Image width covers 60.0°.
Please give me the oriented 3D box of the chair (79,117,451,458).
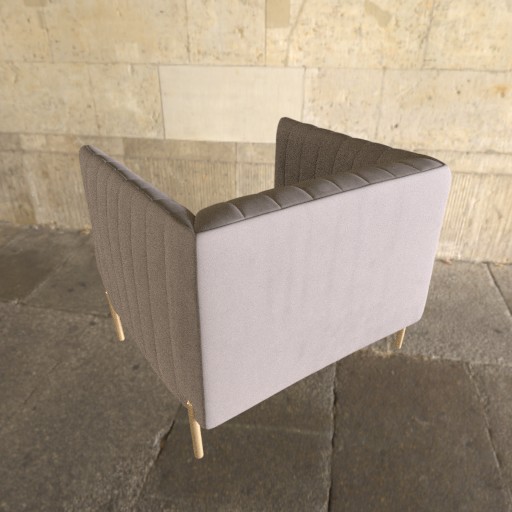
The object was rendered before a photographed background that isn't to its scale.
[{"bbox_3d":[0.000,0.000,1.624,0.981,0.779,0.873,-18,33,-29],"label":"chair"}]
